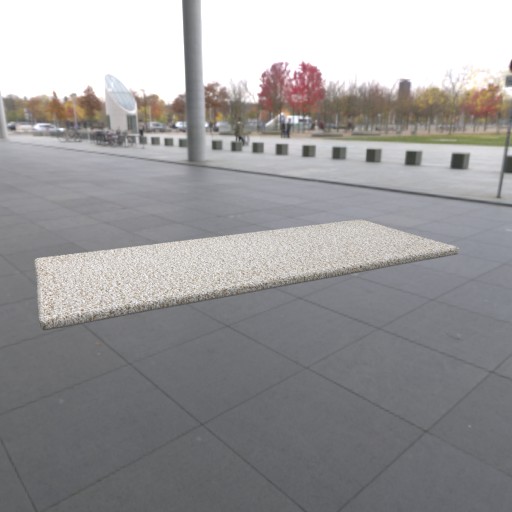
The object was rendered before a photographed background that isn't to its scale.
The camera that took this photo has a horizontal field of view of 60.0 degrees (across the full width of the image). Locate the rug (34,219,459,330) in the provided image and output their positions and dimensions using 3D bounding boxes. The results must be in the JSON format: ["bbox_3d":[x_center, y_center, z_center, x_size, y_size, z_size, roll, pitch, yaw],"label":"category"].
[{"bbox_3d":[0.000,0.000,1.701,1.524,0.030,0.609,-8,19,-26],"label":"rug"}]
